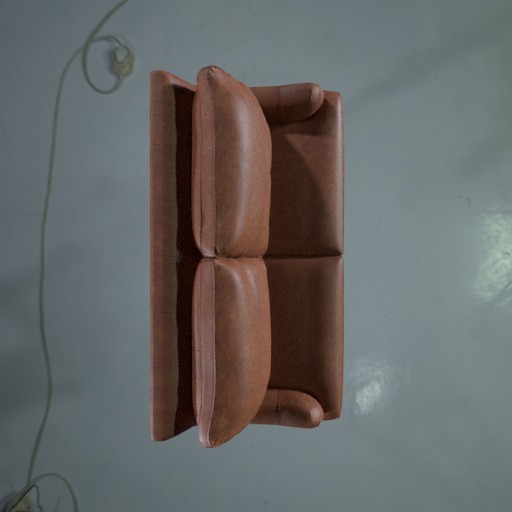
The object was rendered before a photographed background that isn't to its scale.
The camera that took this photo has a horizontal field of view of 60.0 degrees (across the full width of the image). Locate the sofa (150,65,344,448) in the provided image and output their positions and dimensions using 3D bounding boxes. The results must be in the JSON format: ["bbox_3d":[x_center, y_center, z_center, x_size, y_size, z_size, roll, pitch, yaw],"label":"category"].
[{"bbox_3d":[0.000,0.000,2.854,1.147,1.071,2.144,0,90,1],"label":"sofa"}]
